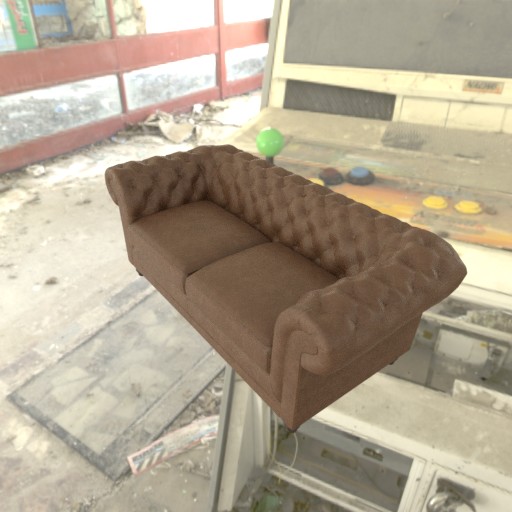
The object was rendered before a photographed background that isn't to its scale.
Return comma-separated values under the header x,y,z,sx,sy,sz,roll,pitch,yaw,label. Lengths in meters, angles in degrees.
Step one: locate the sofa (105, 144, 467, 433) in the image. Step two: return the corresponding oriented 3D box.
x,y,z,sx,sy,sz,roll,pitch,yaw,label
0.000,0.000,2.542,0.955,0.784,2.048,-22,38,-31,sofa
